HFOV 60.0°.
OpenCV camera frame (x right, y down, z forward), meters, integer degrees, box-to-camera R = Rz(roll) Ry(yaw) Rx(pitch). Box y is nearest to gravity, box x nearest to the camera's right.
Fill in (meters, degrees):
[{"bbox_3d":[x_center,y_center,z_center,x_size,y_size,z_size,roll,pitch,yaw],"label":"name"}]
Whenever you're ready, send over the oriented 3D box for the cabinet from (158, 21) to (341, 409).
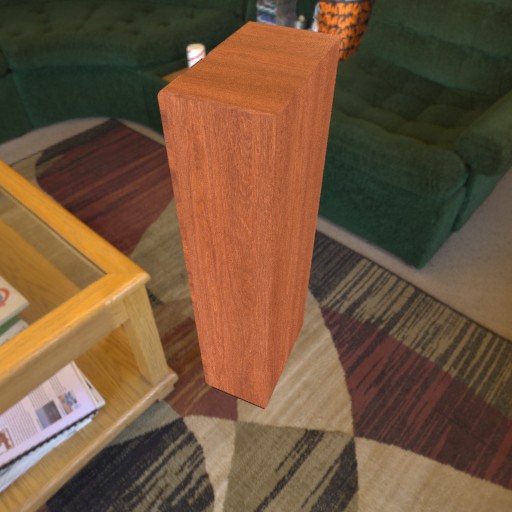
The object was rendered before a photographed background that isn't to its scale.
[{"bbox_3d":[0.000,0.000,2.258,0.420,1.980,0.660,18,49,16],"label":"cabinet"}]
